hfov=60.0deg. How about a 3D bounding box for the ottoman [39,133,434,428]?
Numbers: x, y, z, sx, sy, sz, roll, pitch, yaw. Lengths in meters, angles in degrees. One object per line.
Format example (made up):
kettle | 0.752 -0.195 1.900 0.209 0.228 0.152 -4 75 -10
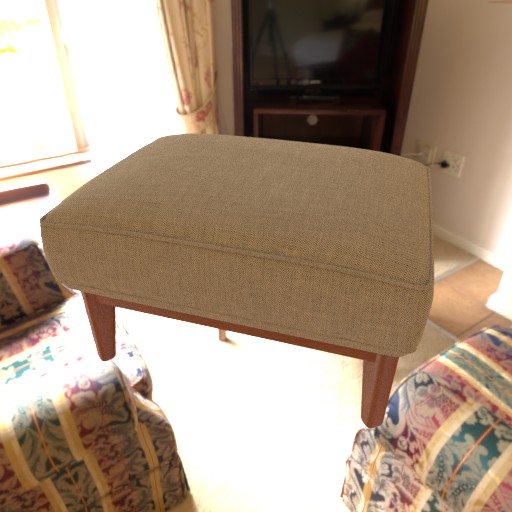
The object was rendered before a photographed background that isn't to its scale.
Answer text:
ottoman | 0.000 0.000 1.069 0.750 0.458 0.555 9 34 15
